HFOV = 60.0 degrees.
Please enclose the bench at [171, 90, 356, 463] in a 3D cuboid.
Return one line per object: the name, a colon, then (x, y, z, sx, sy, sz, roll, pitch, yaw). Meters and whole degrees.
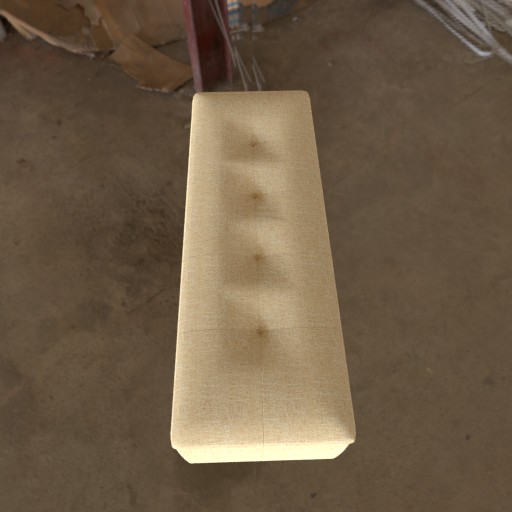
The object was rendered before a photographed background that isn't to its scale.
bench: (0.000, 0.000, 1.468, 0.432, 0.406, 1.219, -1, 59, -1)
